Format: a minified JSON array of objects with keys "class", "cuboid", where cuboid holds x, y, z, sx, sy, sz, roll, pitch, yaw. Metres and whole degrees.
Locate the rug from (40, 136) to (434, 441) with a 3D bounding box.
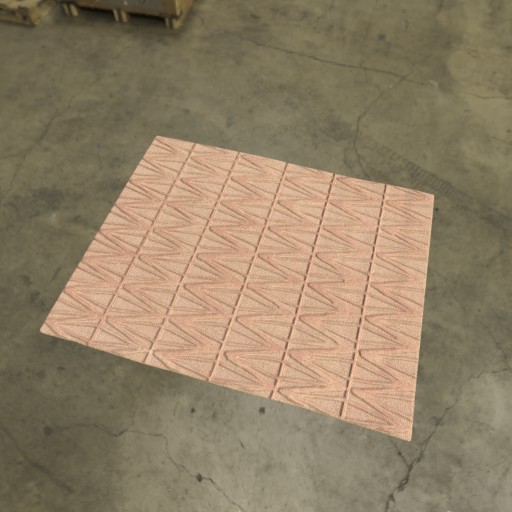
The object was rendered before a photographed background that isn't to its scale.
[{"class":"rug","cuboid":[0.000,0.000,4.074,3.052,0.043,2.453,14,58,9]}]
